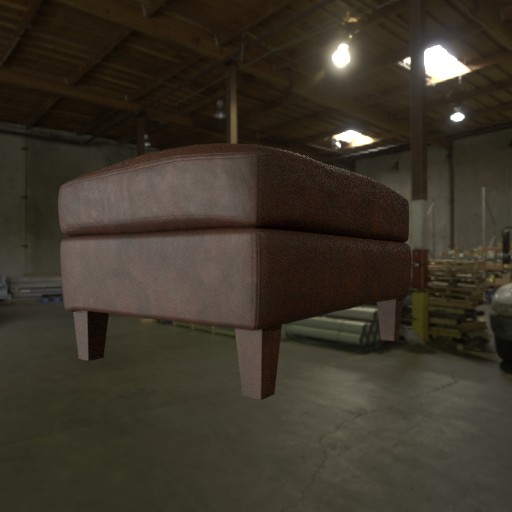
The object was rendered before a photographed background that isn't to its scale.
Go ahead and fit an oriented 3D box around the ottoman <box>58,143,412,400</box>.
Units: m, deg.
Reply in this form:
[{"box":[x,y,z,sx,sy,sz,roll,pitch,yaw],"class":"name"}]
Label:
[{"box":[0.000,0.000,1.275,0.659,0.527,0.887,0,-1,36],"class":"ottoman"}]
